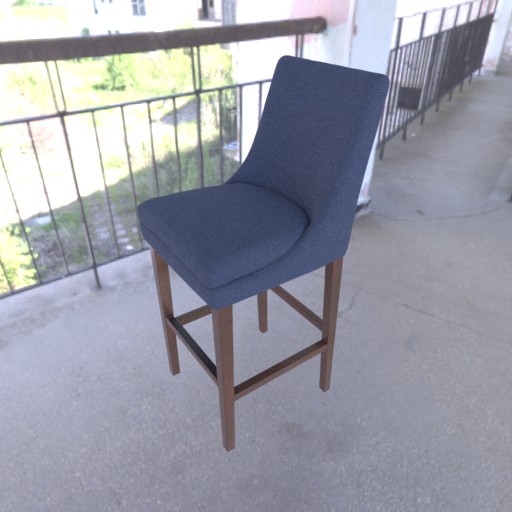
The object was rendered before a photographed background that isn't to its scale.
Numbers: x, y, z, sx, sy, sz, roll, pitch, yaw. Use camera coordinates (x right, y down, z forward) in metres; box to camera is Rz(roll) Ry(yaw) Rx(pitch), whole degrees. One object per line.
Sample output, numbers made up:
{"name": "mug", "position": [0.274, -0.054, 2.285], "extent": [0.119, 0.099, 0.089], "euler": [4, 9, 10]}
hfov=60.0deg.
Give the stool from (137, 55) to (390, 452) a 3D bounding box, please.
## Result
{"name": "stool", "position": [0.000, 0.000, 1.390], "extent": [0.577, 1.078, 0.470], "euler": [-20, 38, -29]}
